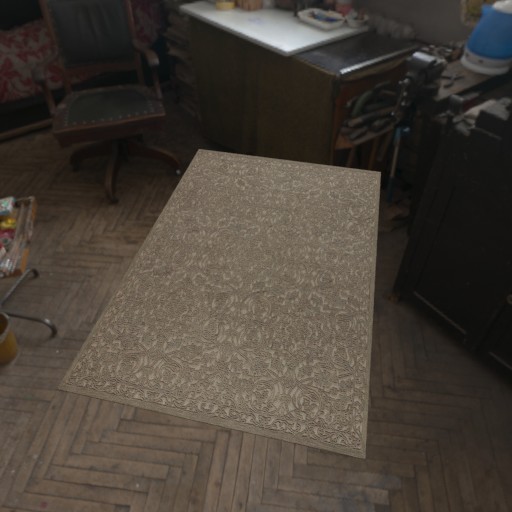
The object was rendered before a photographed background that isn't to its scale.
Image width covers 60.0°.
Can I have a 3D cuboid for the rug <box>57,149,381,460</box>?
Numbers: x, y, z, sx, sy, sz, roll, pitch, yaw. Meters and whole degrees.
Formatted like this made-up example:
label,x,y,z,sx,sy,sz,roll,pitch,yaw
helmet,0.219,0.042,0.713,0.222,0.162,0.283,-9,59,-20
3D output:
label,x,y,z,sx,sy,sz,roll,pitch,yaw
rug,0.000,0.000,2.310,1.221,0.006,1.827,9,46,9
